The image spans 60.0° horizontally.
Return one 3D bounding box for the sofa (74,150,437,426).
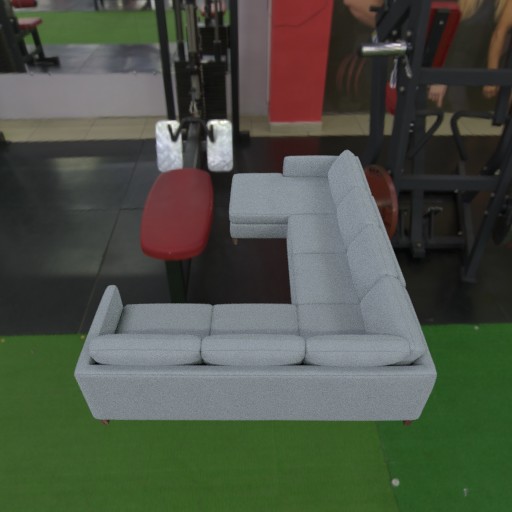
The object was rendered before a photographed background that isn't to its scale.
[{"bbox_3d":[0.000,0.000,4.431,2.551,0.853,3.238,0,40,0],"label":"sofa"}]
